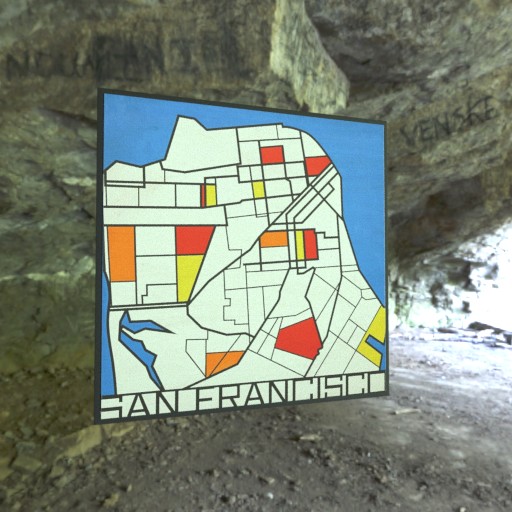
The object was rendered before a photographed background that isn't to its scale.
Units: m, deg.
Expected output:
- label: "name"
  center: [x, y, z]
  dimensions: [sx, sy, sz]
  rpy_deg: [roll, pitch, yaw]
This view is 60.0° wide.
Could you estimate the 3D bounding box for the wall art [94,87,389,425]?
- label: "wall art"
  center: [0.000, 0.000, 0.674]
  dimensions: [0.458, 0.457, 0.013]
  rpy_deg: [1, -2, -18]
